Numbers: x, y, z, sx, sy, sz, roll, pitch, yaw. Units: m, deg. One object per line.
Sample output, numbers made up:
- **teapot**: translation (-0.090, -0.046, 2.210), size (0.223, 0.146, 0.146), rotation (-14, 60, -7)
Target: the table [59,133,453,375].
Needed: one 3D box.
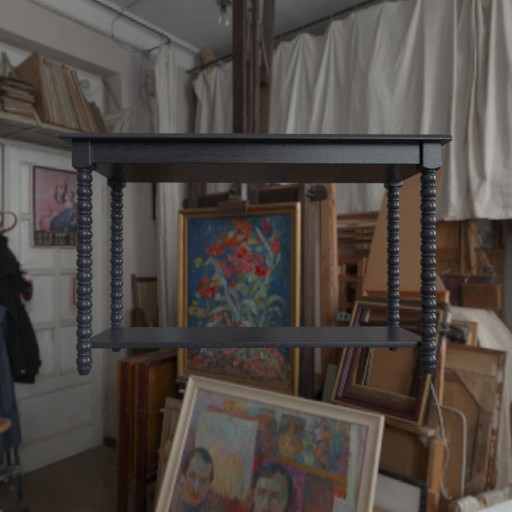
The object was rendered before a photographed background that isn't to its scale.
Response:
- **table**: translation (0.000, 0.000, 1.548), size (1.184, 0.735, 0.459), rotation (0, 0, -1)
